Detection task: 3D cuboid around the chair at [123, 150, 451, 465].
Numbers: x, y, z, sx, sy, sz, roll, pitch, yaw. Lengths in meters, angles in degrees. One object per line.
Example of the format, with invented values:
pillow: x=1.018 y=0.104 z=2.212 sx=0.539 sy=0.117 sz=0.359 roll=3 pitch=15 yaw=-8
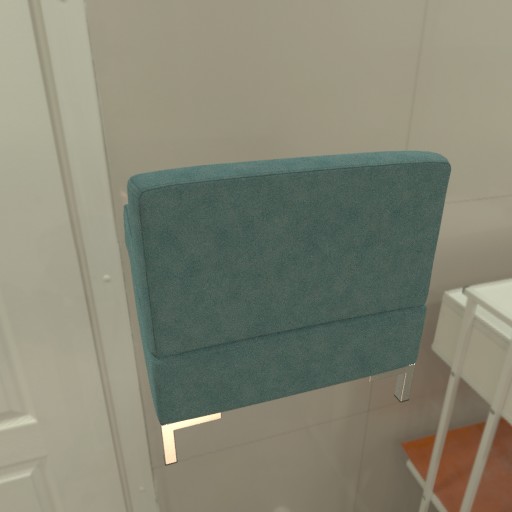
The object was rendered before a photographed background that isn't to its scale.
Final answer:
chair: x=0.000 y=0.000 z=1.241 sx=0.684 sy=0.660 sz=0.685 roll=-8 pitch=26 yaw=-17
